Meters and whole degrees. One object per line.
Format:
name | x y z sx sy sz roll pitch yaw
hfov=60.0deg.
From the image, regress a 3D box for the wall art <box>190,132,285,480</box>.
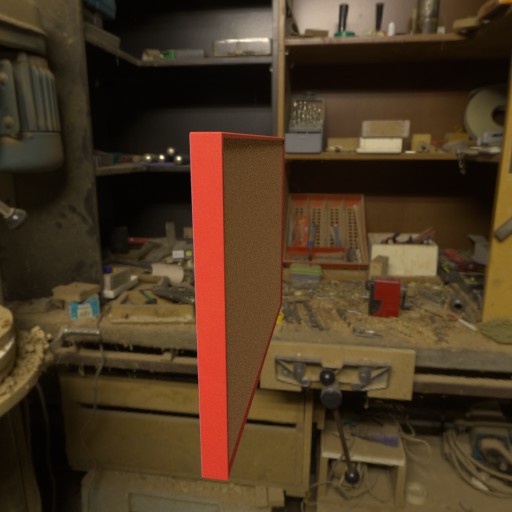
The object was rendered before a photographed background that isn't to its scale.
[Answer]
wall art | 0.000 0.000 0.776 0.033 0.405 0.607 2 15 9
